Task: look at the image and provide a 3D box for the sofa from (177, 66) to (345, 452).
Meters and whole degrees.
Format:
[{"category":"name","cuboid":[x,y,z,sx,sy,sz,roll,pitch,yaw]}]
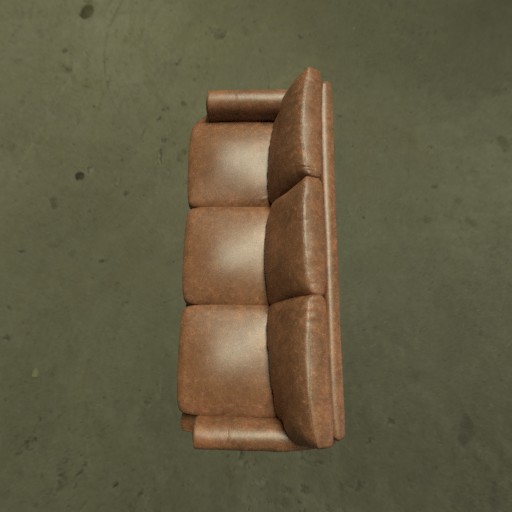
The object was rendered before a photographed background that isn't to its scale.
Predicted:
[{"category":"sofa","cuboid":[0.000,0.000,2.906,0.973,0.977,2.351,0,75,0]}]
